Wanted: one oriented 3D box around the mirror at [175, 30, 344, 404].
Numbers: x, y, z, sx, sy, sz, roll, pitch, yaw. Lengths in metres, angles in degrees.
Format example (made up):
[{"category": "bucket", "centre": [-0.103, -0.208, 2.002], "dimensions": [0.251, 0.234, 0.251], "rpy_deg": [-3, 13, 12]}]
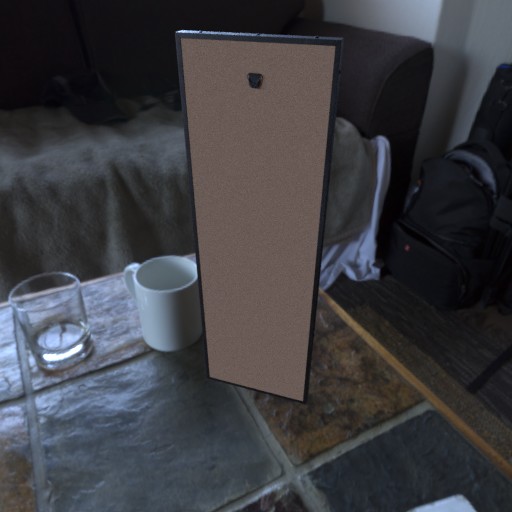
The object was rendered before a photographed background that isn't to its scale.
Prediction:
[{"category": "mirror", "centre": [0.000, 0.000, 1.195], "dimensions": [0.354, 1.080, 0.042], "rpy_deg": [10, 35, 15]}]
